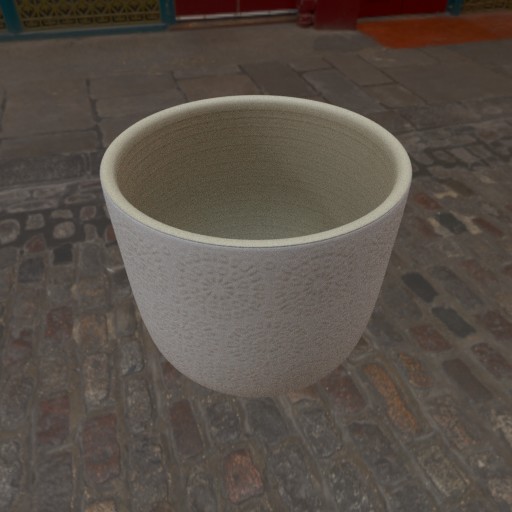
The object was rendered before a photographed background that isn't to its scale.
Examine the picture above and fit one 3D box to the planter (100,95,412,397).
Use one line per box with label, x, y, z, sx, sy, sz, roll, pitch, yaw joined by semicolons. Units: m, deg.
planter;0.000;0.000;0.365;0.208;0.190;0.208;0;41;0
